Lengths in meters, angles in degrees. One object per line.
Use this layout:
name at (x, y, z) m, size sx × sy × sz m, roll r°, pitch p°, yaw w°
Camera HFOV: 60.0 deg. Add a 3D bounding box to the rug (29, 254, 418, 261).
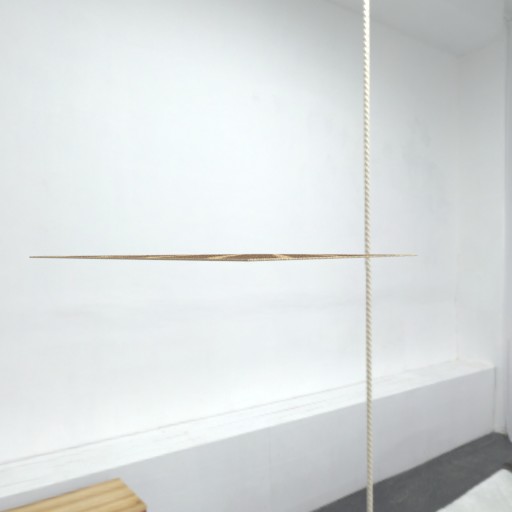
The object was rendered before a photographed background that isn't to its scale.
rug at (0.000, 0.000, 2.967) m, size 1.522 × 0.008 × 2.284 m, roll 0°, pitch 1°, yaw 35°
